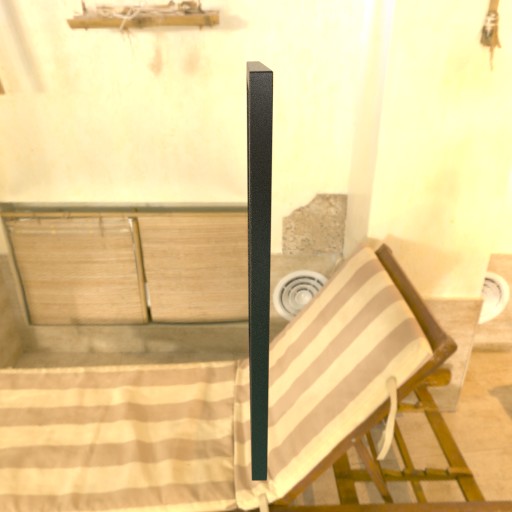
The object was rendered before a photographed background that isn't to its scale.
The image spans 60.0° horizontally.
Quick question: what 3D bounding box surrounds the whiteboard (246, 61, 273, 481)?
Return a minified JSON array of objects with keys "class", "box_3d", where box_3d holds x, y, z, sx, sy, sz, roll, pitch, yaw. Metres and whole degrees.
[{"class":"whiteboard","box_3d":[0.000,0.000,0.769,0.026,0.611,0.406,-1,25,-1]}]
